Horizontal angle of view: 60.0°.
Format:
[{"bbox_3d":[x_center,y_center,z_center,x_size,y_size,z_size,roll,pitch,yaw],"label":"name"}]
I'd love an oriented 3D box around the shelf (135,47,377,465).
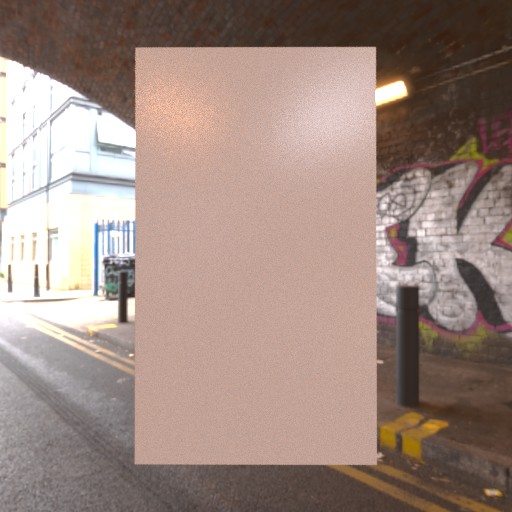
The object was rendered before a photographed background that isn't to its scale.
[{"bbox_3d":[0.000,0.000,0.782,0.350,0.600,0.290,0,0,0],"label":"shelf"}]
